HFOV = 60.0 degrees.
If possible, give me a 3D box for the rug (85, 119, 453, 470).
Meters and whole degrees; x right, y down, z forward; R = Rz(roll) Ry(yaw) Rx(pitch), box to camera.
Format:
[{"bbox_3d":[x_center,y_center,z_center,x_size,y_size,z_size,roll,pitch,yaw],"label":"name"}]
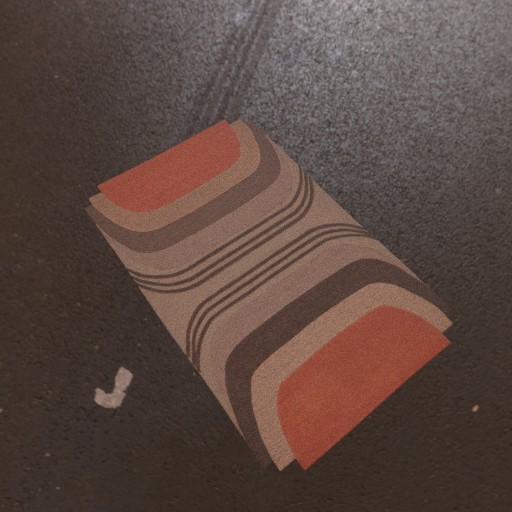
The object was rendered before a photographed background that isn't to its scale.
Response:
[{"bbox_3d":[0.000,0.000,3.053,1.530,0.017,2.446,-33,65,-18],"label":"rug"}]
